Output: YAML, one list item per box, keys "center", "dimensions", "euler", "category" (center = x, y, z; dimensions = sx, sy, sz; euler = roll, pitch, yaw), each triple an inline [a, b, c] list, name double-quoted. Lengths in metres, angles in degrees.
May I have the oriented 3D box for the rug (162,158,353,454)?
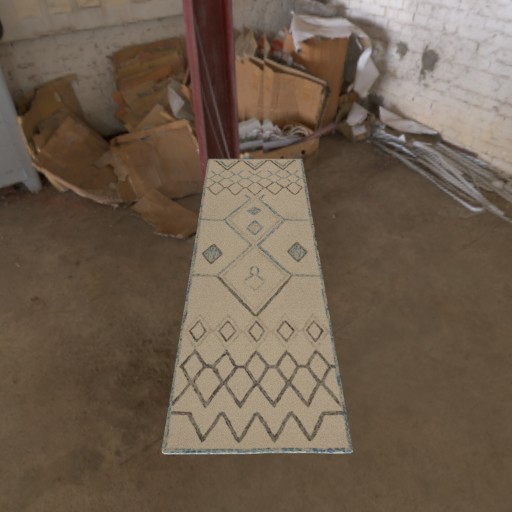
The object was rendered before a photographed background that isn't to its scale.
- center: [0.000, 0.000, 2.700]
  dimensions: [0.770, 0.013, 2.434]
  euler: [0, 40, 0]
  category: "rug"
